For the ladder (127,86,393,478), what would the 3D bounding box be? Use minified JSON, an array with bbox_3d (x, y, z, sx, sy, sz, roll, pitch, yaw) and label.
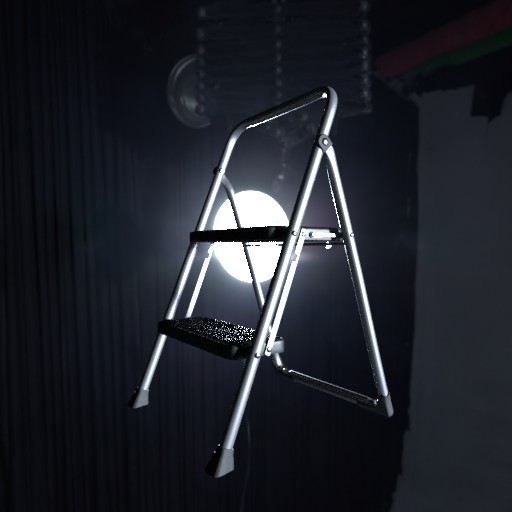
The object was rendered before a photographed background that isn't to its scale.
[{"bbox_3d":[0.000,0.000,1.028,0.472,0.720,0.430,-1,1,-35],"label":"ladder"}]
